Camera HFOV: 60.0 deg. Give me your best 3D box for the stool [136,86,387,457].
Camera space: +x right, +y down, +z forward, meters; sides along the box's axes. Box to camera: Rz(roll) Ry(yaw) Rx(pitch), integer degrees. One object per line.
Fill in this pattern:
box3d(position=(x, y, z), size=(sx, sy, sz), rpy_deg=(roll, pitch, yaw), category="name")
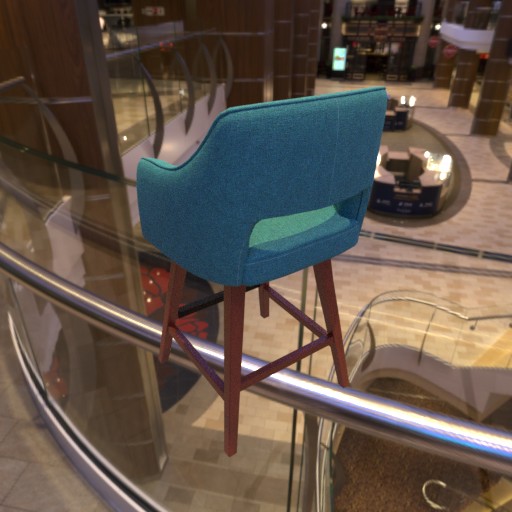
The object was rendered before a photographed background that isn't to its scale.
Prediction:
box3d(position=(0.000, 0.000, 1.268), size=(0.548, 0.961, 0.556), rpy_deg=(-19, 35, -30), category="stool")
